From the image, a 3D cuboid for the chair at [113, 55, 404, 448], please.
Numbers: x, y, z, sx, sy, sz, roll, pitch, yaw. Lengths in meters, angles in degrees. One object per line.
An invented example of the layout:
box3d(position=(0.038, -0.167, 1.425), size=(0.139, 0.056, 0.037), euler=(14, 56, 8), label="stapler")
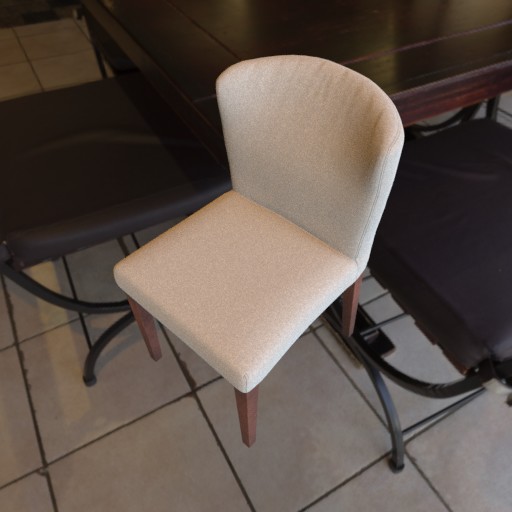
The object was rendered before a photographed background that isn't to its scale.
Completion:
box3d(position=(0.000, 0.000, 1.174), size=(0.491, 0.839, 0.592), euler=(33, 55, 27), label="chair")
